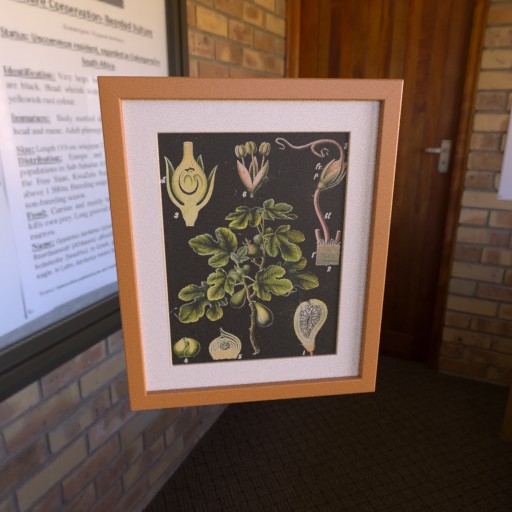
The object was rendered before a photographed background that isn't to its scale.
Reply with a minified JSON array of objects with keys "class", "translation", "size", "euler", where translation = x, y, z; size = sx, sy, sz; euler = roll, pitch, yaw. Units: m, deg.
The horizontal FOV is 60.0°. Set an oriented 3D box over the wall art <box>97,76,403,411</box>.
[{"class":"wall art","translation":[0.000,0.000,0.507],"size":[0.310,0.379,0.015],"euler":[-2,18,-7]}]
